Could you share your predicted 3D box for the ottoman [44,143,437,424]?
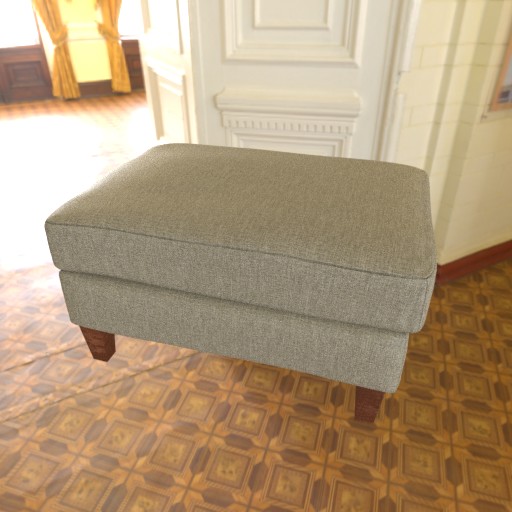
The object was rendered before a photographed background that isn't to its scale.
[{"bbox_3d":[0.000,0.000,1.246,0.873,0.494,0.639,9,33,14],"label":"ottoman"}]
